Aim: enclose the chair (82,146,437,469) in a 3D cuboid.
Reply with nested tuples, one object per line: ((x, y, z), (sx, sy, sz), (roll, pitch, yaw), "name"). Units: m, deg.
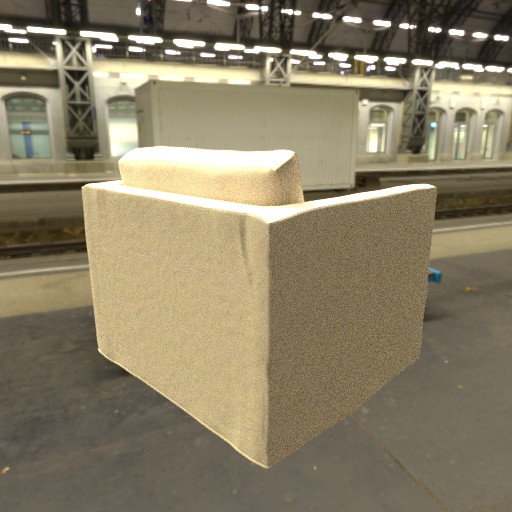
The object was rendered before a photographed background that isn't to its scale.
((0.000, 0.000, 1.765), (0.947, 0.851, 1.057), (-15, 21, -43), "chair")
